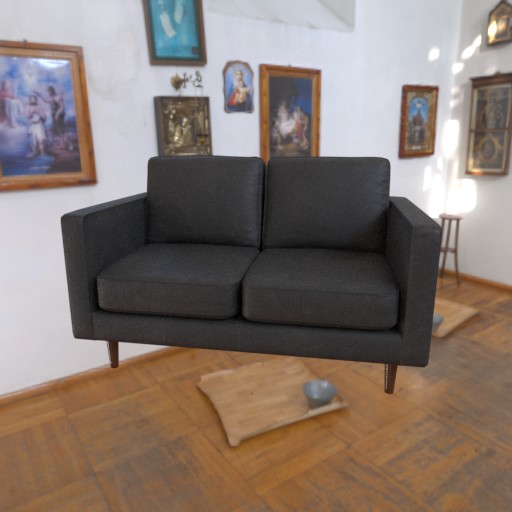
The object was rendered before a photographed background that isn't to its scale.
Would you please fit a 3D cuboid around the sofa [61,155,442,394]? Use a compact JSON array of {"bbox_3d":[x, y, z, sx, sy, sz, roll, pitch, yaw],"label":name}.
[{"bbox_3d":[0.000,0.000,2.056,1.430,0.899,0.879,3,15,10],"label":"sofa"}]
